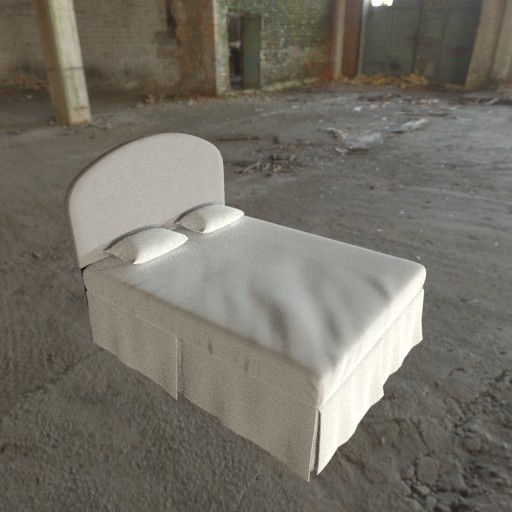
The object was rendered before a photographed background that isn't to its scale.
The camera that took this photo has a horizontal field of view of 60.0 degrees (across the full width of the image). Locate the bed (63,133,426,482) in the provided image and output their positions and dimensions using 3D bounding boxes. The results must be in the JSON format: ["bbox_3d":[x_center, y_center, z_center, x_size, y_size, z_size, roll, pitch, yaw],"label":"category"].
[{"bbox_3d":[0.000,0.000,3.035,2.005,1.410,1.607,18,31,33],"label":"bed"}]
